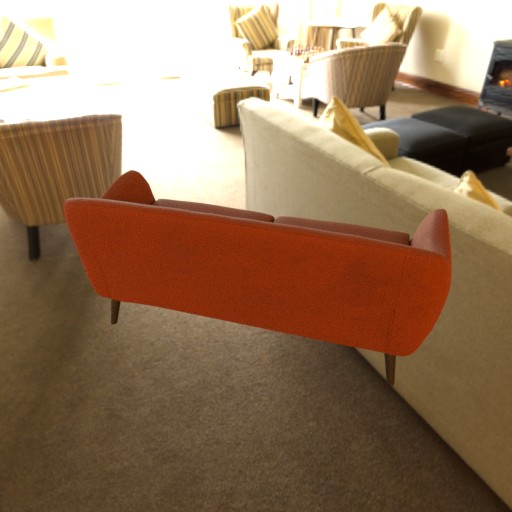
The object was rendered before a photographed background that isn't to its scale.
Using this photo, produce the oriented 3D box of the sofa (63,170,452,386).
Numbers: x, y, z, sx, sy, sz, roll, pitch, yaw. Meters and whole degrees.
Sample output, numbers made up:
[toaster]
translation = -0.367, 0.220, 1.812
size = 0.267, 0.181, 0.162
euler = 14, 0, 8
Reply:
[sofa]
translation = 0.000, 0.000, 2.284
size = 1.840, 0.836, 0.820
euler = 9, 35, 14
